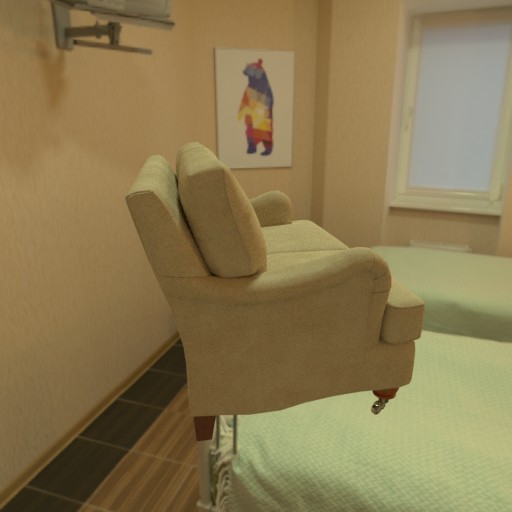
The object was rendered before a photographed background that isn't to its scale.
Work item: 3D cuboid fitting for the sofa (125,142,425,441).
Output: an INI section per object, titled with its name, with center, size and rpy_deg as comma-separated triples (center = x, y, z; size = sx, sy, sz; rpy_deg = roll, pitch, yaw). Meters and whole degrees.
[sofa]
center = 0.000, 0.000, 2.249
size = 1.086, 1.087, 1.498
rpy_deg = -3, 17, -10
